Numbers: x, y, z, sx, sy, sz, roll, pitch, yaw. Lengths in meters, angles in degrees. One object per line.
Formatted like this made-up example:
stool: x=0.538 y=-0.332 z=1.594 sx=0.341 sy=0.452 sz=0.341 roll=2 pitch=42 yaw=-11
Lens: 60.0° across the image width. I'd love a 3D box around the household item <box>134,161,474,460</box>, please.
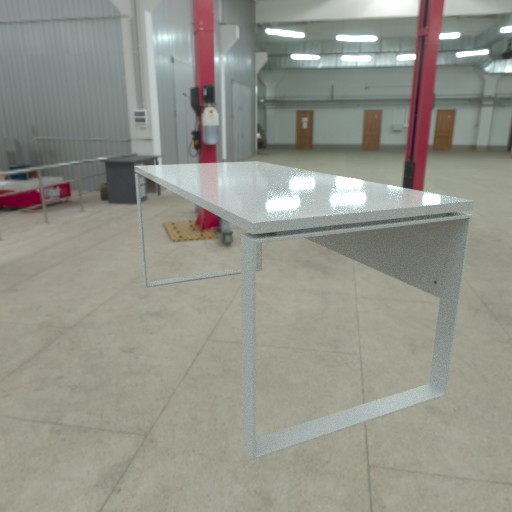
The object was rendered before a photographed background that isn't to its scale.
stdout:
household item: x=0.000 y=0.000 z=2.145 sx=0.800 sy=0.745 sz=1.700 roll=-8 pitch=18 yaw=-24
